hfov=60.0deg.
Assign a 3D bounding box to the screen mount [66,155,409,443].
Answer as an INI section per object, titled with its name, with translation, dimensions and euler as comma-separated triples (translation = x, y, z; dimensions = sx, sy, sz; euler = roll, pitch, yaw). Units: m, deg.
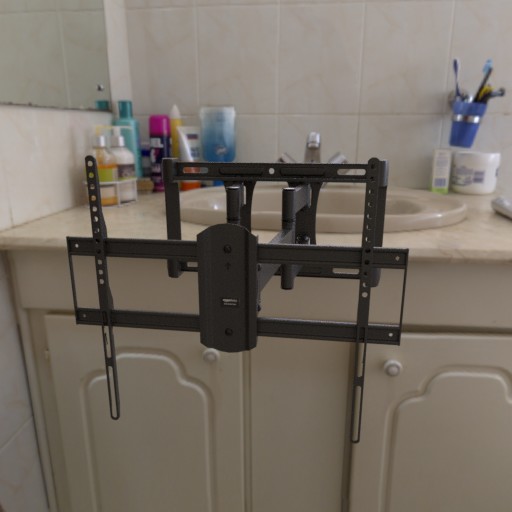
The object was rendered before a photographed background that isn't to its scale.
[screen mount]
translation = 0.000, 0.000, 0.906
dimensions = 0.571, 0.424, 0.556
euler = 2, 16, 8
